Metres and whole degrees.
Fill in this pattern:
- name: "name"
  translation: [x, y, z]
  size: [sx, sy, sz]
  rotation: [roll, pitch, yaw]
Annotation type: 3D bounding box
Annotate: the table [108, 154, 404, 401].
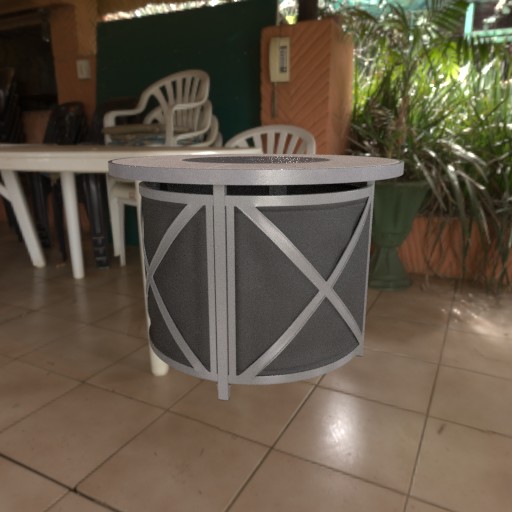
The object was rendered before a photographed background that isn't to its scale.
- name: "table"
  translation: [0.000, 0.000, 1.522]
  size: [0.914, 0.650, 0.914]
  rotation: [0, 15, 0]
